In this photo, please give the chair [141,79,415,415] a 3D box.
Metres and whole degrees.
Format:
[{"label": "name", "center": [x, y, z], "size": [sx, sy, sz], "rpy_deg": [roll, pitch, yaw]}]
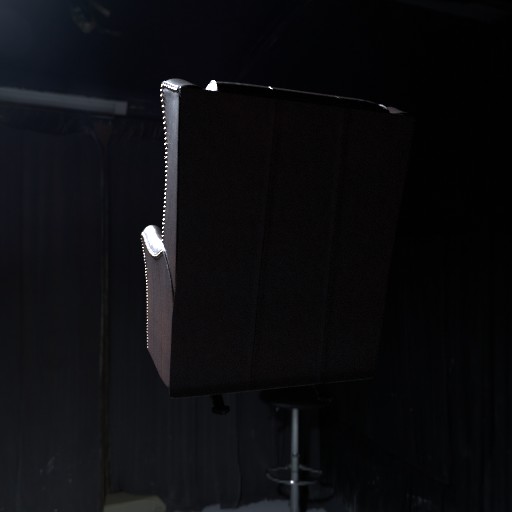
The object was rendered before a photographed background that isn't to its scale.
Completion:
[{"label": "chair", "center": [0.000, 0.000, 1.841], "size": [0.869, 1.084, 1.008], "rpy_deg": [0, 0, -19]}]
